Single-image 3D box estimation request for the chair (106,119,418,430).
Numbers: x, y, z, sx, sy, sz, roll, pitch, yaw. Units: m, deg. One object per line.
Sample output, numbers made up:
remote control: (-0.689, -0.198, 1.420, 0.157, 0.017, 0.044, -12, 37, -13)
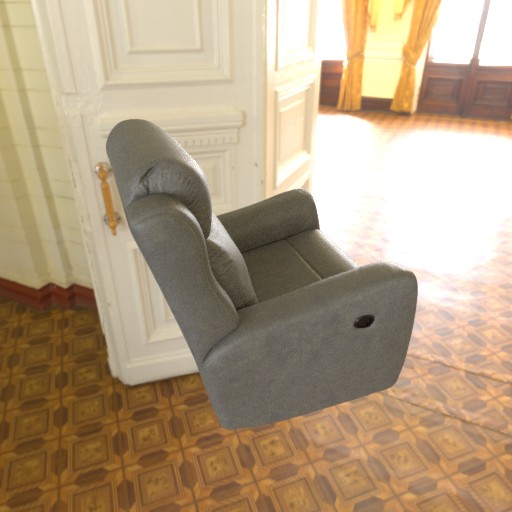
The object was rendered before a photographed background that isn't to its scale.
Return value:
chair: (0.000, 0.000, 1.923, 1.068, 1.116, 0.965, -11, 31, -18)
